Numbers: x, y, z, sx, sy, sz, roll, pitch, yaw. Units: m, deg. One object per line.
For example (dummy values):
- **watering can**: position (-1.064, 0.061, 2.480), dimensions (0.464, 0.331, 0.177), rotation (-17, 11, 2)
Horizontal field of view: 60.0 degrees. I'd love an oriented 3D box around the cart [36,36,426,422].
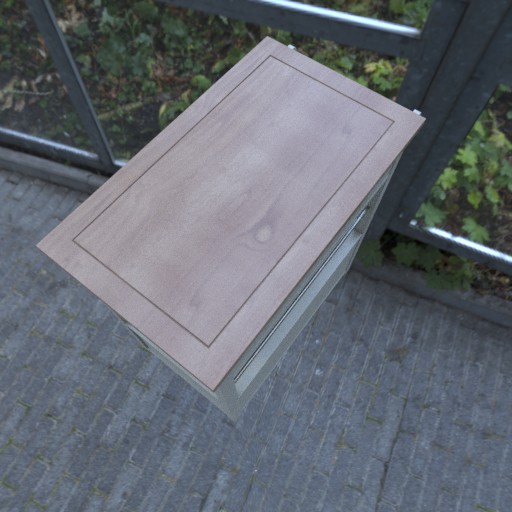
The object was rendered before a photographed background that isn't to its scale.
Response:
- **cart**: position (0.000, 0.000, 1.365), dimensions (0.459, 0.901, 0.840), rotation (35, 69, 15)
